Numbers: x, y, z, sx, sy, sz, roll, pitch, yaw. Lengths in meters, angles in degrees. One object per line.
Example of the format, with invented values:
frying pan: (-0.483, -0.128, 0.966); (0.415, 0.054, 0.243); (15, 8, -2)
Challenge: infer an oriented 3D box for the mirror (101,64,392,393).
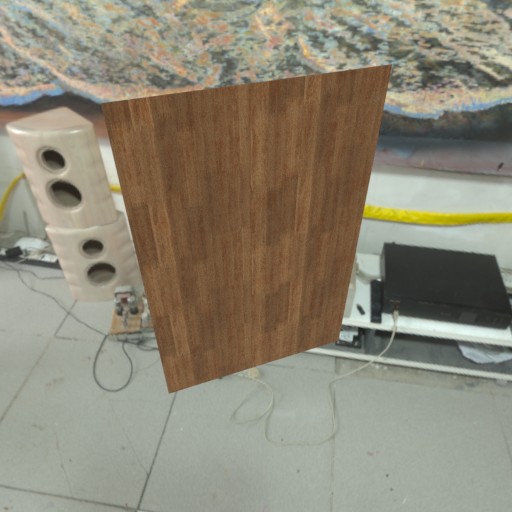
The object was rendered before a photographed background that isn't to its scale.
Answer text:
mirror: (0.000, 0.000, 1.281); (0.651, 1.010, 0.047); (-14, 43, -15)
